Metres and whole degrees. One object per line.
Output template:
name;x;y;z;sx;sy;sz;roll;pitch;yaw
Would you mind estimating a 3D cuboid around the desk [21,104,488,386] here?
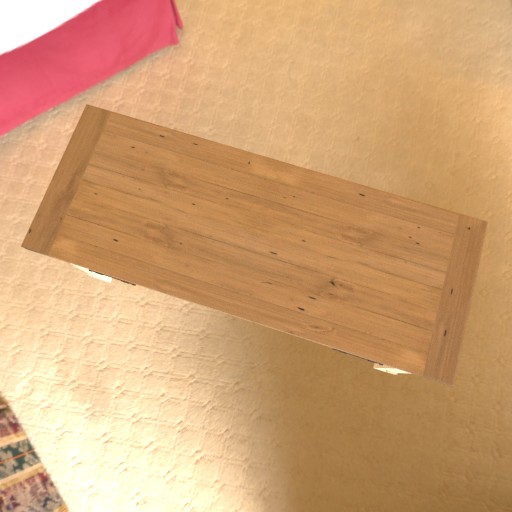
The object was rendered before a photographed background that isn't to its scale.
desk;0.000;0.000;2.199;1.803;0.762;0.688;17;77;4
